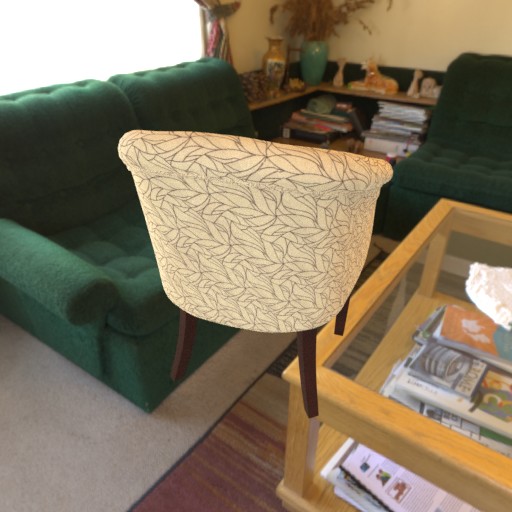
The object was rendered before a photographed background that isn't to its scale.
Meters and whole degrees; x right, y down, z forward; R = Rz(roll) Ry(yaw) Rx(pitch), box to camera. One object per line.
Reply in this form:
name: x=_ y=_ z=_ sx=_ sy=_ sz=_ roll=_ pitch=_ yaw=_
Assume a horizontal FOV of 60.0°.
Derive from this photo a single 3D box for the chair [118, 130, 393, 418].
chair: x=0.000 y=0.000 z=1.303 sx=0.686 sy=0.858 sz=0.613 roll=10 pitch=33 yaw=16
